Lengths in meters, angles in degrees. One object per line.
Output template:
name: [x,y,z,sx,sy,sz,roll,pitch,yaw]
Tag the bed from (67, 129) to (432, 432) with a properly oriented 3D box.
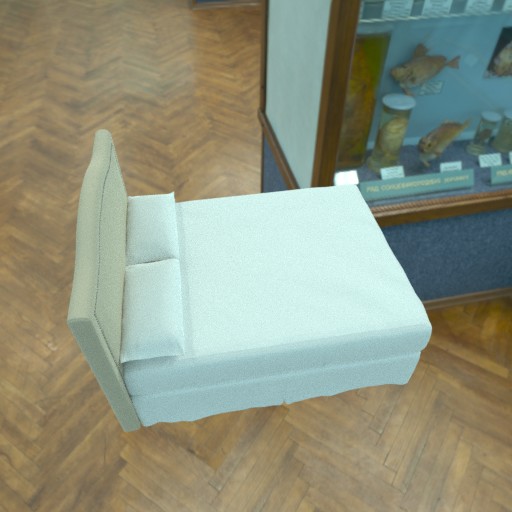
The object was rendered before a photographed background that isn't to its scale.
bed: [0.000,0.000,3.262,2.143,1.460,1.753,-7,47,-7]
